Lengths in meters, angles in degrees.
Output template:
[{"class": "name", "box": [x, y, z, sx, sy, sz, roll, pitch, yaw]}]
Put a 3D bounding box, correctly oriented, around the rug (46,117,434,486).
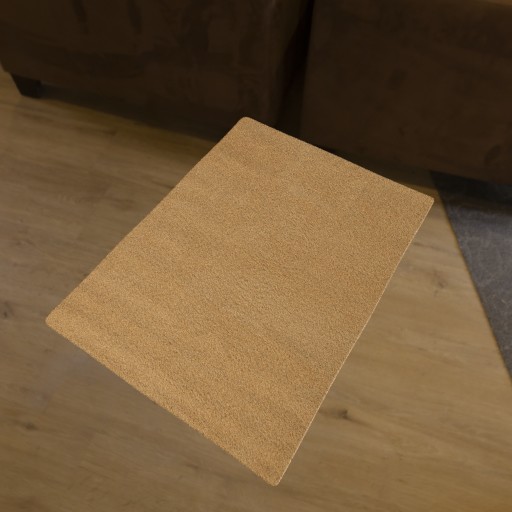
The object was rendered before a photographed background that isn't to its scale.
[{"class": "rug", "box": [0.000, 0.000, 2.138, 1.199, 0.025, 1.600, 28, 62, 17]}]
